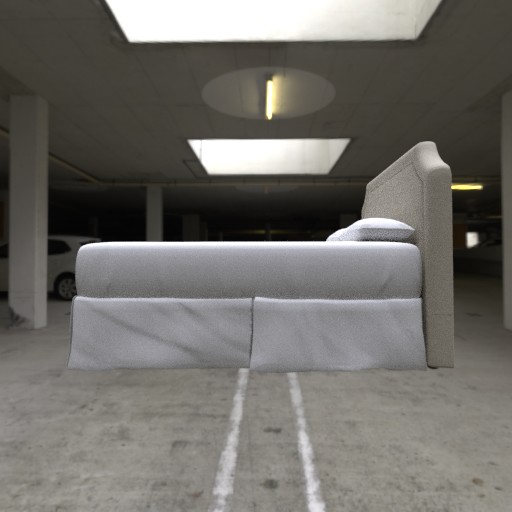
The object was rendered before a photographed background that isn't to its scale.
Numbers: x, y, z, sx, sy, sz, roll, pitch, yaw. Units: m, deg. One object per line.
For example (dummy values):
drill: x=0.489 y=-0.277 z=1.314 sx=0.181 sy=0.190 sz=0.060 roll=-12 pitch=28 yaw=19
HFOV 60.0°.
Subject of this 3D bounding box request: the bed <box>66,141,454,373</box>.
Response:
bed: x=0.000 y=0.000 z=3.179 sx=2.116 sy=1.290 sz=1.693 roll=0 pitch=-1 yaw=1
